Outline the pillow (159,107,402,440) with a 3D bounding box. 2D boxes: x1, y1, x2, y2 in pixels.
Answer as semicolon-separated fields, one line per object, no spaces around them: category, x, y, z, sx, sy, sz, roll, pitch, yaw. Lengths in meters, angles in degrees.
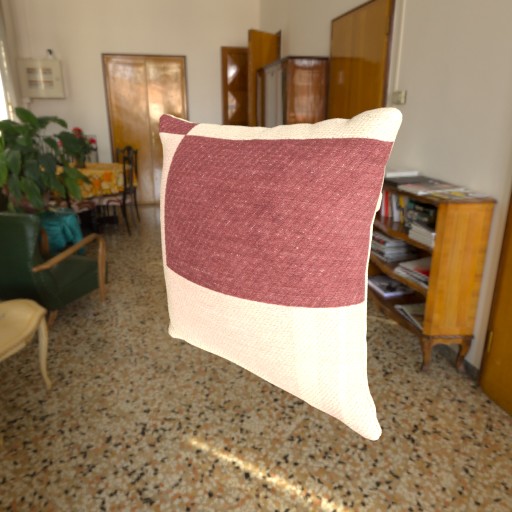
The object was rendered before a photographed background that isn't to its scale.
pillow;0.000;0.000;0.802;0.536;0.506;0.229;16;24;40
